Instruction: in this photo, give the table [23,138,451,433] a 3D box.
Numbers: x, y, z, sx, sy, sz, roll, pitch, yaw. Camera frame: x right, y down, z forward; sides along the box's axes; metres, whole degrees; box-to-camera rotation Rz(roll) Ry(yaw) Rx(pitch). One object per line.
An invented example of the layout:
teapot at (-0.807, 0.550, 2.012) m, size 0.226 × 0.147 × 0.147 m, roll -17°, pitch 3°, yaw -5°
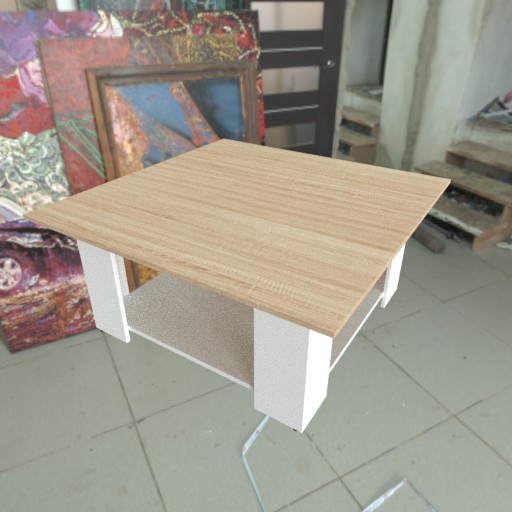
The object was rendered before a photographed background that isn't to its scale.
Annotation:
table at (0.000, 0.000, 1.041) m, size 0.670 × 0.305 × 0.670 m, roll 18°, pitch 34°, yaw 28°
